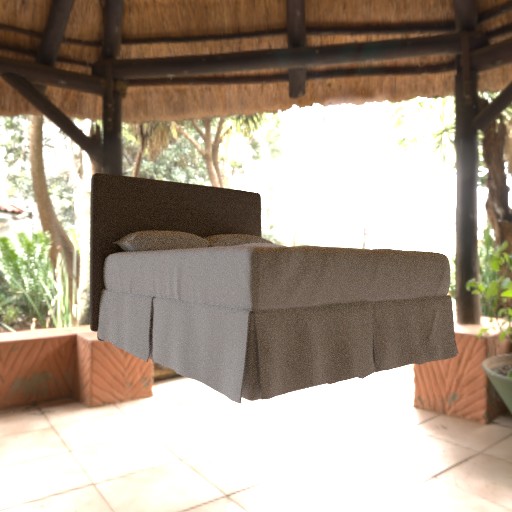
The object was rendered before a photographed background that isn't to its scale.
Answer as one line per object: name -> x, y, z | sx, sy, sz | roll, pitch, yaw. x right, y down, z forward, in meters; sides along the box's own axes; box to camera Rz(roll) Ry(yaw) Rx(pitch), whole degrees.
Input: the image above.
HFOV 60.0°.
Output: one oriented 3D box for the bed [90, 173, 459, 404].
bed -> 0.000, 0.000, 3.167 | 1.723, 1.330, 2.142 | 1, -1, -37
